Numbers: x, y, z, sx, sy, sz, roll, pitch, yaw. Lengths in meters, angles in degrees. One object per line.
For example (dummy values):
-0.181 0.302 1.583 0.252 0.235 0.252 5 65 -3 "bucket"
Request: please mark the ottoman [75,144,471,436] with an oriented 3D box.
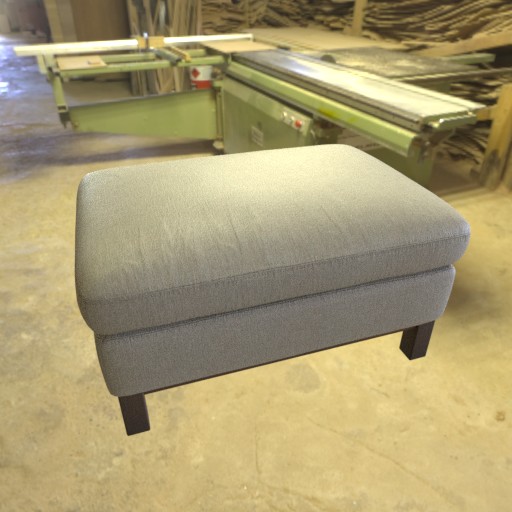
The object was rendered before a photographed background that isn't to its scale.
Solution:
0.000 0.000 1.013 0.735 0.404 0.528 -10 33 -16 "ottoman"
